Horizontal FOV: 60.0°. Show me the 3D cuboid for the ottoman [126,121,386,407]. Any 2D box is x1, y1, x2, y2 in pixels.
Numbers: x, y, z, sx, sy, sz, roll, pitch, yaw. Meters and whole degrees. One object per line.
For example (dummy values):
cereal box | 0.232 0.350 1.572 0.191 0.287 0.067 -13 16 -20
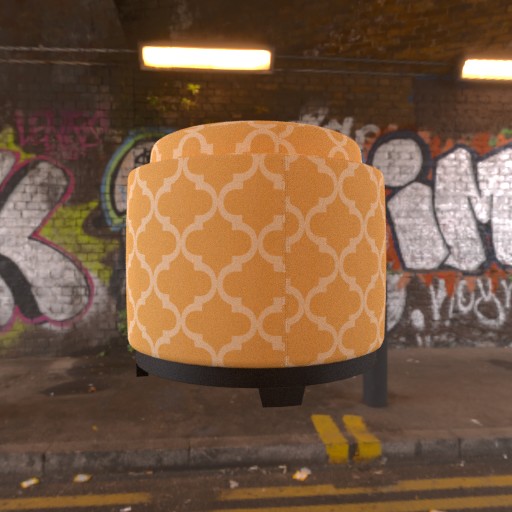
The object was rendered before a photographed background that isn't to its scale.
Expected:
ottoman | 0.000 0.000 0.852 0.480 0.429 0.480 0 0 0
